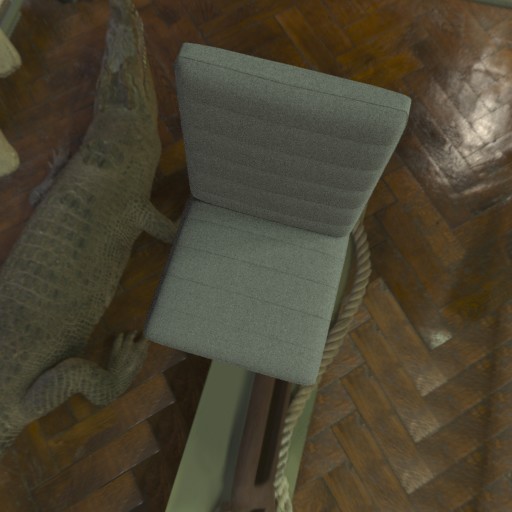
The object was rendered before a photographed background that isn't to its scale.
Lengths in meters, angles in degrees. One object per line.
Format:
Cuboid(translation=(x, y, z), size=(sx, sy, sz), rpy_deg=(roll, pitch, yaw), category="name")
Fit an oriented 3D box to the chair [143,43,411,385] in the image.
Cuboid(translation=(0.000, 0.000, 1.298), size=(0.520, 0.930, 0.634), rpy_deg=(15, 76, 4), category="chair")
